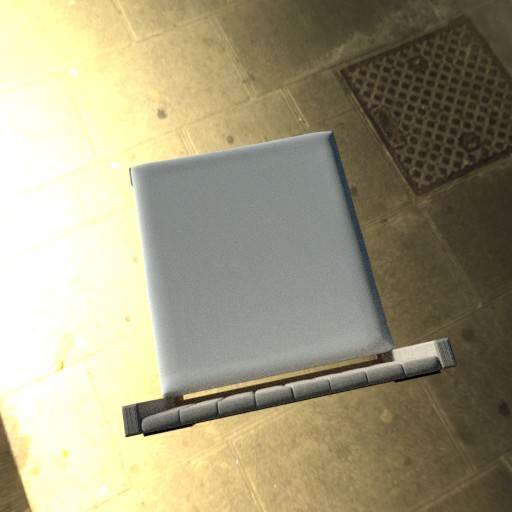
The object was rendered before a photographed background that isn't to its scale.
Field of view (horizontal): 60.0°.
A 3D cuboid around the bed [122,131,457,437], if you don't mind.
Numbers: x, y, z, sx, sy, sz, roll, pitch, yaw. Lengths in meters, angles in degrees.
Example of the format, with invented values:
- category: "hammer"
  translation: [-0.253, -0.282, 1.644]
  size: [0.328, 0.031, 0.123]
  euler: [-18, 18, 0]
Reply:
- category: "bed"
  translation: [0.000, 0.000, 3.783]
  size: [2.044, 1.748, 2.372]
  euler: [-11, 75, -3]
